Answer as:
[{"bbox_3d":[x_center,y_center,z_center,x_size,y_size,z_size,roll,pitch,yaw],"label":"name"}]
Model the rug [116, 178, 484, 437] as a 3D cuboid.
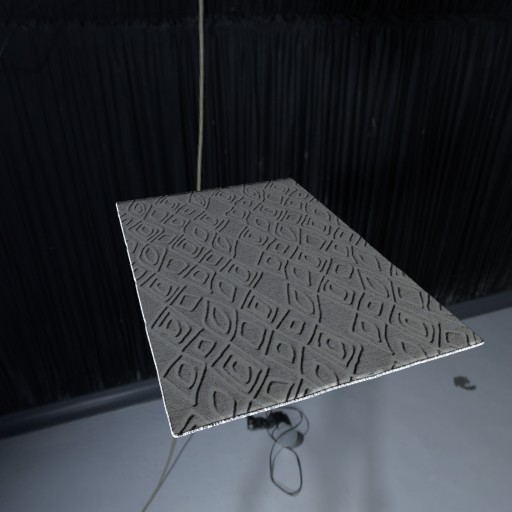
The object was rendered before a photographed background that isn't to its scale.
[{"bbox_3d":[0.000,0.000,2.267,1.224,0.016,1.832,-11,33,-17],"label":"rug"}]
